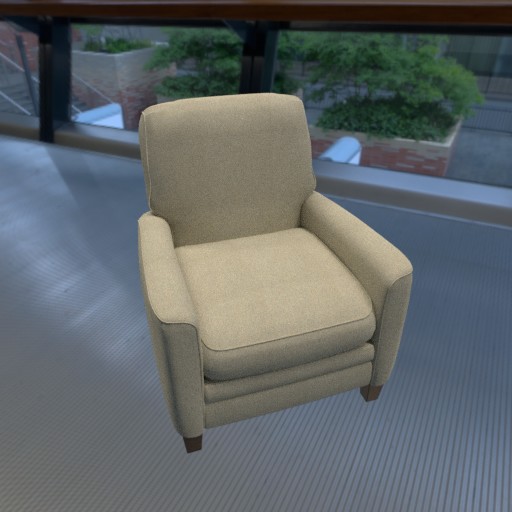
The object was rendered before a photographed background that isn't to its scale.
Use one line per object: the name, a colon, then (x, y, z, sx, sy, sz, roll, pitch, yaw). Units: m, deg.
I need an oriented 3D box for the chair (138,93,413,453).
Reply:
chair: (0.000, 0.000, 1.653, 0.850, 1.006, 0.853, -10, 33, -15)
